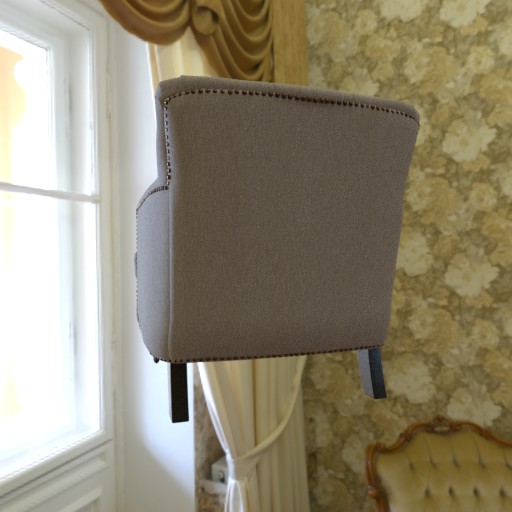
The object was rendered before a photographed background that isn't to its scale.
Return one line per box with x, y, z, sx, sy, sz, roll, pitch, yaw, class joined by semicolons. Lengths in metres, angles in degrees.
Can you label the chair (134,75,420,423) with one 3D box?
0.000;0.000;1.456;0.737;0.823;0.902;0;0;-18;chair
